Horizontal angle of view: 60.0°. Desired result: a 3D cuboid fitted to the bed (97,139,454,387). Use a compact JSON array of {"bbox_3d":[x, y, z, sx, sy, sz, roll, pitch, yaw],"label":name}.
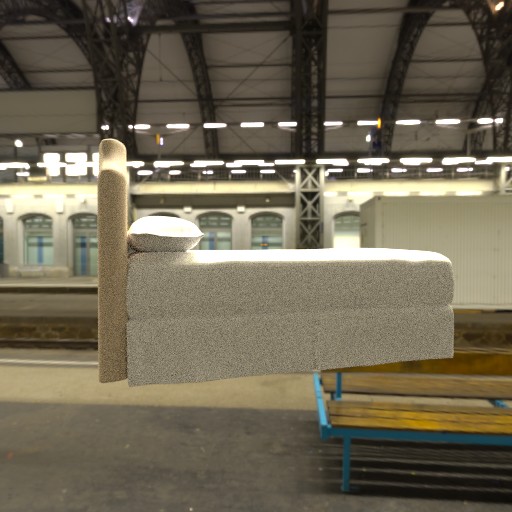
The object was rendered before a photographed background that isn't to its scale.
[{"bbox_3d":[0.000,0.000,3.905,2.548,1.524,2.134,0,1,-17],"label":"bed"}]
